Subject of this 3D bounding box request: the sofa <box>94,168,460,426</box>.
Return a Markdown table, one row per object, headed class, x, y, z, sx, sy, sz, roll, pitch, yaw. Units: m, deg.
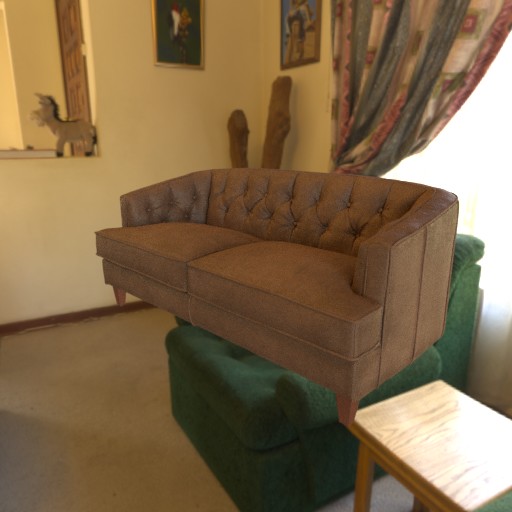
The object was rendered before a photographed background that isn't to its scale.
| class | x | y | z | sx | sy | sz | roll | pitch | yaw |
| --- | --- | --- | --- | --- | --- | --- | --- | --- | --- |
| sofa | 0.000 | 0.000 | 2.242 | 0.917 | 0.799 | 1.767 | -15 | 21 | -43 |
